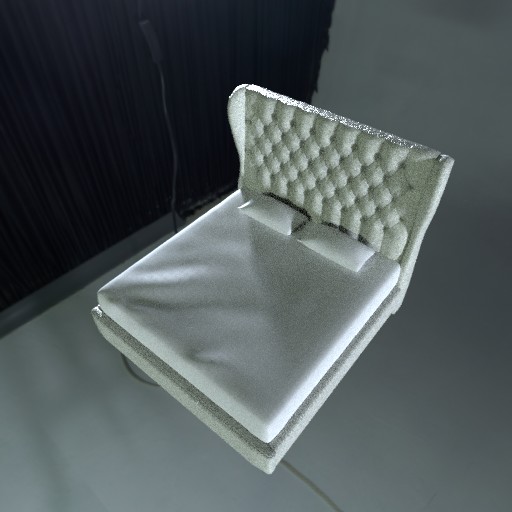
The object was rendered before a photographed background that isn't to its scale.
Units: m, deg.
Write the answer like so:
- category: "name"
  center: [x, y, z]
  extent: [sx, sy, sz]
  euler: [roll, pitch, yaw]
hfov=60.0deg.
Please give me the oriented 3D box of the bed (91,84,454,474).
- category: "bed"
  center: [0.000, 0.000, 3.919]
  extent: [2.219, 1.771, 2.347]
  euler: [30, 52, 27]
